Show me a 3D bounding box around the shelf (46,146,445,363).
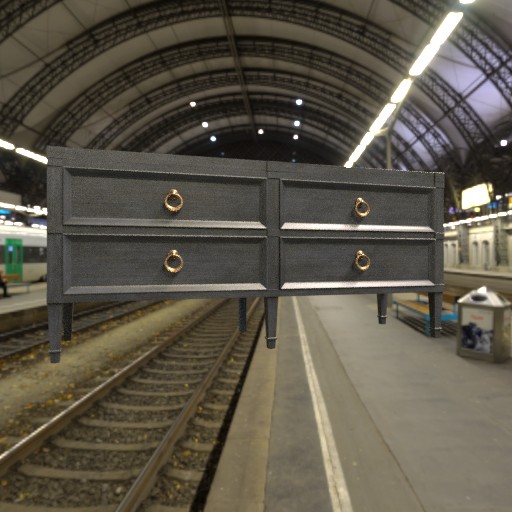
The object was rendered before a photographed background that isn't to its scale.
[{"bbox_3d":[0.000,0.000,1.896,1.575,0.719,0.479,0,0,-18],"label":"shelf"}]
